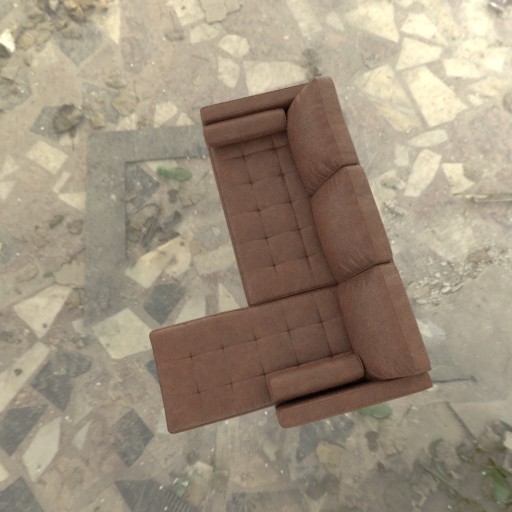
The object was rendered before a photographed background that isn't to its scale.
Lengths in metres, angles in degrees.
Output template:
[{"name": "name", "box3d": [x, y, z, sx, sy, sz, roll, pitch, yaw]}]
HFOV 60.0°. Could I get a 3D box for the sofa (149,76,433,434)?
[{"name": "sofa", "box3d": [0.000, 0.000, 2.967, 1.613, 0.841, 2.185, -14, 76, -4]}]
